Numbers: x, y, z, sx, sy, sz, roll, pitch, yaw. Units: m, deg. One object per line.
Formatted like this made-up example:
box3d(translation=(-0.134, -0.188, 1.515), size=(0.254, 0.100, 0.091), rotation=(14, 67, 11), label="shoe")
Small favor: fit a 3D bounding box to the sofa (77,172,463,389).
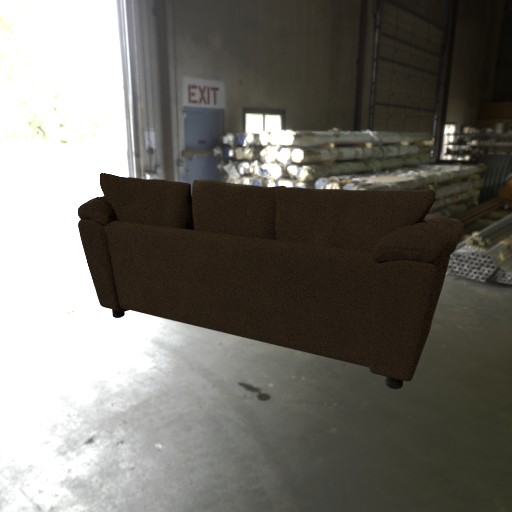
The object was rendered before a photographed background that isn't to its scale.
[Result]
box3d(translation=(0.000, 0.000, 2.846), size=(2.336, 1.015, 0.878), rotation=(8, 17, 27), label="sofa")
